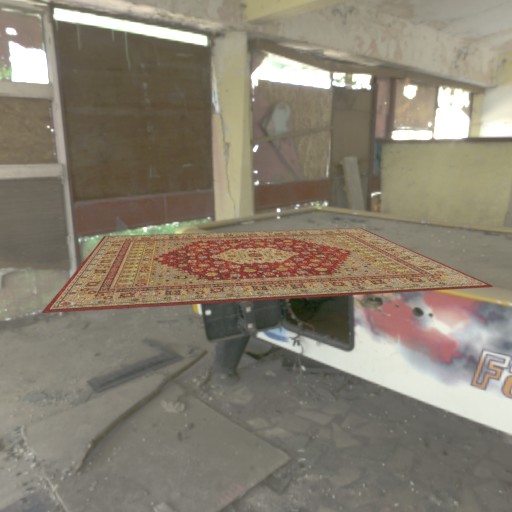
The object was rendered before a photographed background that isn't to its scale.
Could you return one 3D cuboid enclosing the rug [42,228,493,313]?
[{"bbox_3d":[0.000,0.000,4.080,3.053,0.013,2.387,-2,14,-9],"label":"rug"}]
